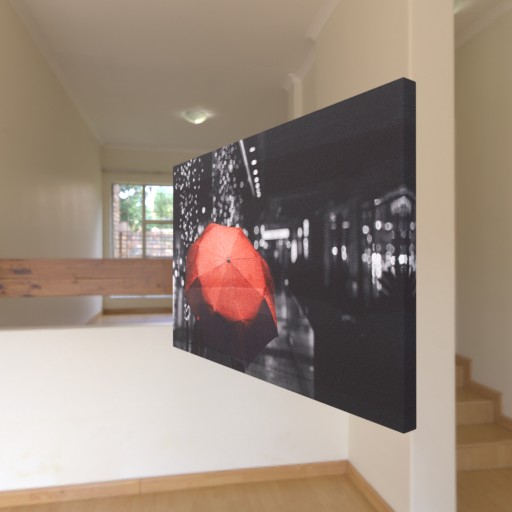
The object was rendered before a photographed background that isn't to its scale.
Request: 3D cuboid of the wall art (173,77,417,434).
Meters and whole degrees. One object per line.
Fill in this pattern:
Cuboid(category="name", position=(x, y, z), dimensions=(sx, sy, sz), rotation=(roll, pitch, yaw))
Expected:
Cuboid(category="wall art", position=(0.000, 0.000, 1.136), dimensions=(0.038, 0.609, 0.914), rotation=(0, 0, -36))
